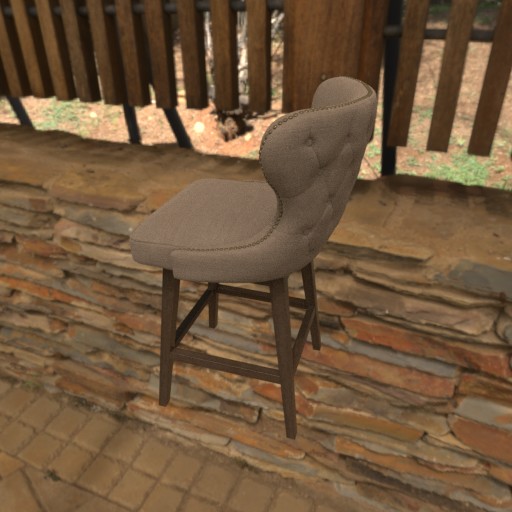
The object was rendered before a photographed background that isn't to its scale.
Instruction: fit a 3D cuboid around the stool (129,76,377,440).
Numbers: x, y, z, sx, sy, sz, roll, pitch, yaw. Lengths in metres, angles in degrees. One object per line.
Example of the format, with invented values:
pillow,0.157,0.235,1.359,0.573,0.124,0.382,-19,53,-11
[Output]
stool,0.000,0.000,1.340,0.597,0.972,0.615,9,30,15
